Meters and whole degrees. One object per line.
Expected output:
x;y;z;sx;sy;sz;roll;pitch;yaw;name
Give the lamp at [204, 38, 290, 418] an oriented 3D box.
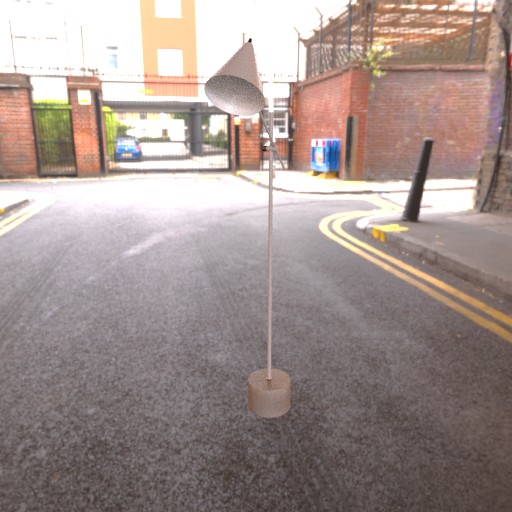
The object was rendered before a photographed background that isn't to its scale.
0.000;0.000;1.616;0.223;1.430;0.508;7;16;26;lamp
